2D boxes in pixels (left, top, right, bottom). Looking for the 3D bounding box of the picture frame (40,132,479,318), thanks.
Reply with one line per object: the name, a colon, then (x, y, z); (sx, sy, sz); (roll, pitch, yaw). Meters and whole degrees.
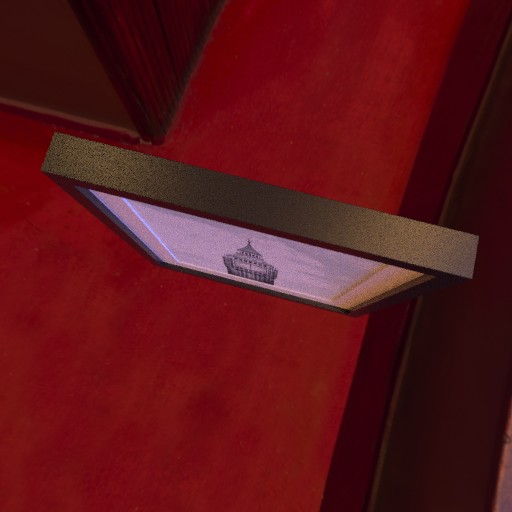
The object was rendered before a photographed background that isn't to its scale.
picture frame: (0.000, 0.000, 0.514); (0.328, 0.378, 0.034); (14, 78, 3)
